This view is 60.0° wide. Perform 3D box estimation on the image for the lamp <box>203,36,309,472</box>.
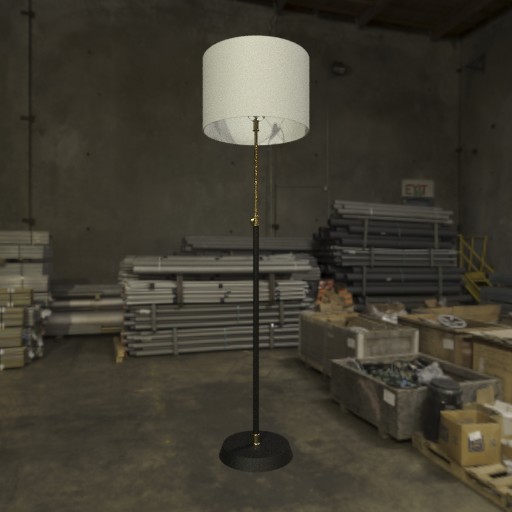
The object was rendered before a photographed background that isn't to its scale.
[{"bbox_3d":[0.000,0.000,1.696,0.404,1.517,0.404,0,0,-16],"label":"lamp"}]
